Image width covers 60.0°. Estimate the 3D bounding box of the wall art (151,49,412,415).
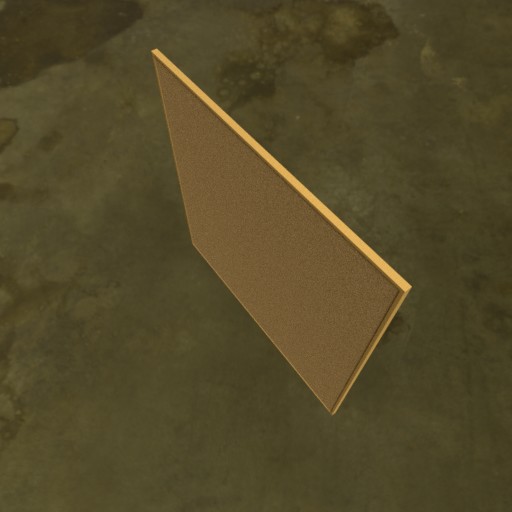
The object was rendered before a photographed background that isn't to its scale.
[{"bbox_3d":[0.000,0.000,0.989,0.014,0.655,0.657,-32,63,-19],"label":"wall art"}]
